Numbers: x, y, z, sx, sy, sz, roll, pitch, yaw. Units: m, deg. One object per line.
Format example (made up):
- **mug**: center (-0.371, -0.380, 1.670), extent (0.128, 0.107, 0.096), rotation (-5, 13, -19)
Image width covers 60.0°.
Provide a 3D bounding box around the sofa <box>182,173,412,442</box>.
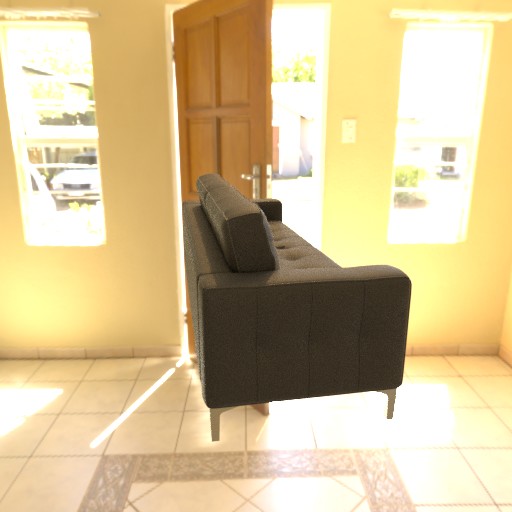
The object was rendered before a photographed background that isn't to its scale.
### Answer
- **sofa**: center (0.000, 0.000, 2.736), extent (0.833, 0.893, 2.275), rotation (-3, 15, -10)
